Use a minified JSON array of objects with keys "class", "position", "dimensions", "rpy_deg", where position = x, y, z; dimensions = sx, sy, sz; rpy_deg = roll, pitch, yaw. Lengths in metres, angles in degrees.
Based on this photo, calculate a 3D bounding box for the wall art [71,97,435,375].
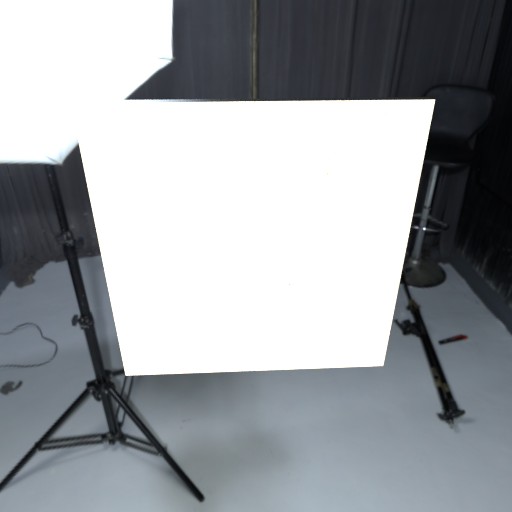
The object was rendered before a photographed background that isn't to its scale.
[{"class":"wall art","position":[0.000,0.000,1.148],"dimensions":[0.773,0.775,0.031],"rpy_deg":[-1,30,-3]}]
